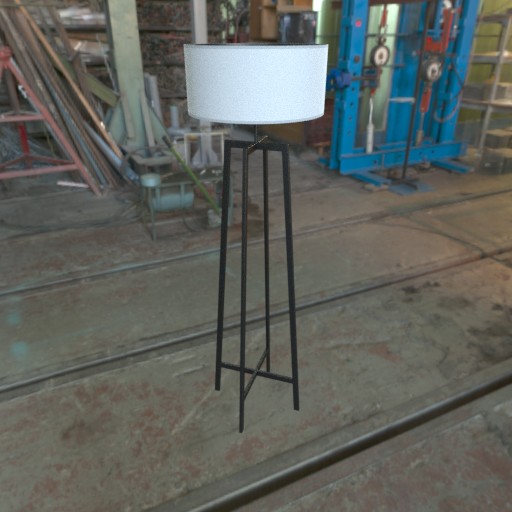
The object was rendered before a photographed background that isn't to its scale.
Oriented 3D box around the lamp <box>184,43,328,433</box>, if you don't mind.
[{"bbox_3d":[0.000,0.000,1.752,0.457,1.510,0.456,9,28,17],"label":"lamp"}]
